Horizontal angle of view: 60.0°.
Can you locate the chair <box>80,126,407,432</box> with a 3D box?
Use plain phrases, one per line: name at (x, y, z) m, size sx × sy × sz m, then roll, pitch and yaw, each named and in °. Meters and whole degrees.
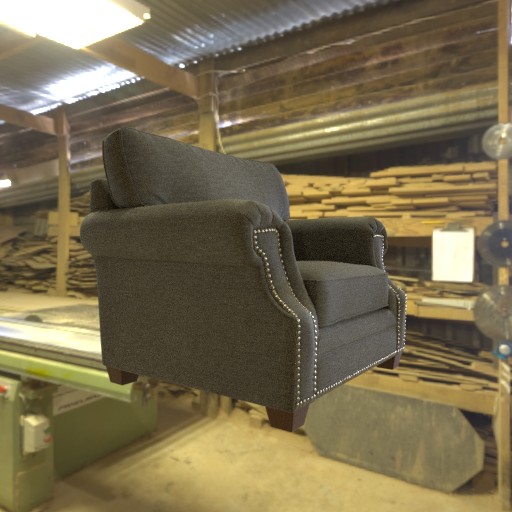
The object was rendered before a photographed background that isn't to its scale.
chair at (0.000, 0.000, 1.828) m, size 0.965 × 0.961 × 1.092 m, roll 0°, pitch 1°, yaw 36°
